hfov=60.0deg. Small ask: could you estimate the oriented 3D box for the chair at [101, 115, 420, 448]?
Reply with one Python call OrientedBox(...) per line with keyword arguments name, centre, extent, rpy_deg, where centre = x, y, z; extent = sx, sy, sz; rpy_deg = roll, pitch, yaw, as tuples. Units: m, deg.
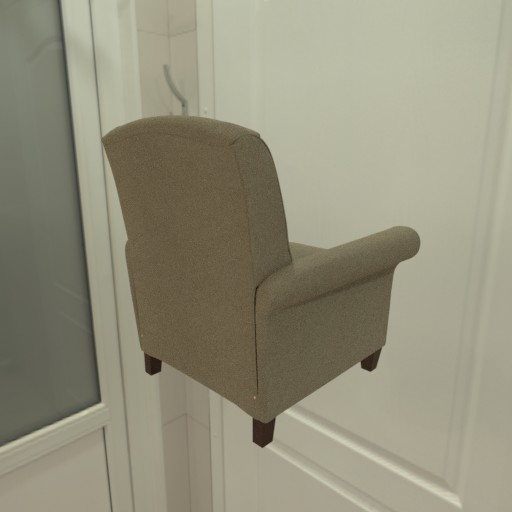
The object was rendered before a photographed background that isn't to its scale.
OrientedBox(name="chair", centre=(0.000, 0.000, 1.801), extent=(0.978, 1.061, 0.905), rpy_deg=(14, 20, 43))
